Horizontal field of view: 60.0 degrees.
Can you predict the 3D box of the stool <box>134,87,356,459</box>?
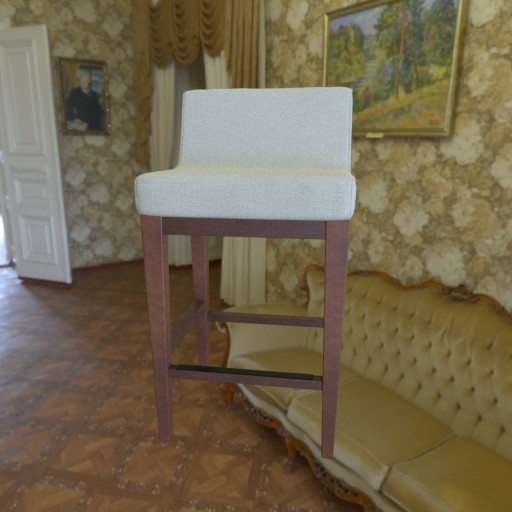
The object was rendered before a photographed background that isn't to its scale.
[{"bbox_3d":[0.000,0.000,1.254,0.511,0.937,0.500,2,14,9],"label":"stool"}]
